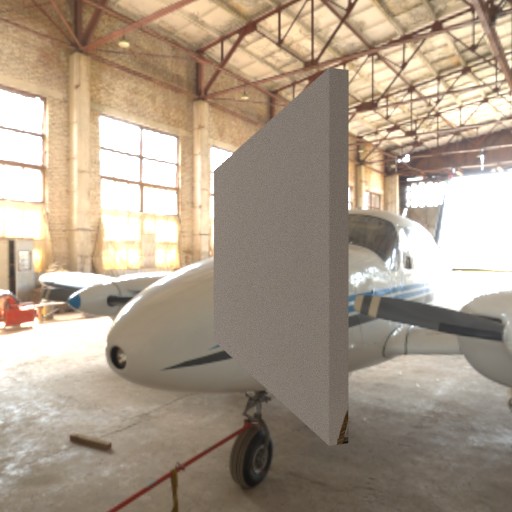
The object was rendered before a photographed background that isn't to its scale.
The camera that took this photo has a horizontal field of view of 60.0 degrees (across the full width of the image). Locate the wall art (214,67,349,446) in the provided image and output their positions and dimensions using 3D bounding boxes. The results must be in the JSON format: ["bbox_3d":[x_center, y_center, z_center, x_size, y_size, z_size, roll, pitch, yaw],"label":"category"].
[{"bbox_3d":[0.000,0.000,1.137,0.038,0.601,0.898,0,0,-17],"label":"wall art"}]
